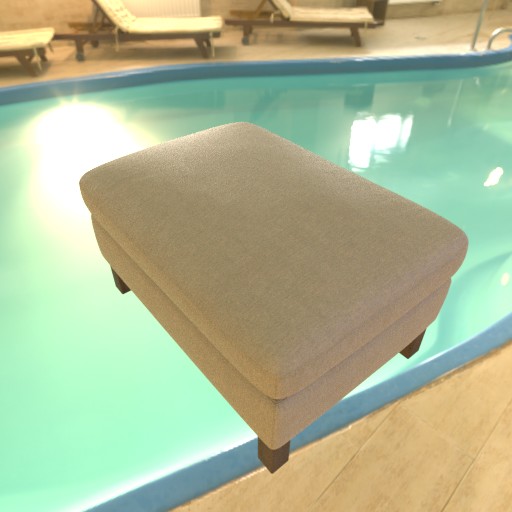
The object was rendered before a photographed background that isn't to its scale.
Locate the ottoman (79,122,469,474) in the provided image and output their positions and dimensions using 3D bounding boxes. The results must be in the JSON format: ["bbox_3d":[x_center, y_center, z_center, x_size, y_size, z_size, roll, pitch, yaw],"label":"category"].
[{"bbox_3d":[0.000,0.000,1.025,0.528,0.404,0.735,-27,46,-29],"label":"ottoman"}]
